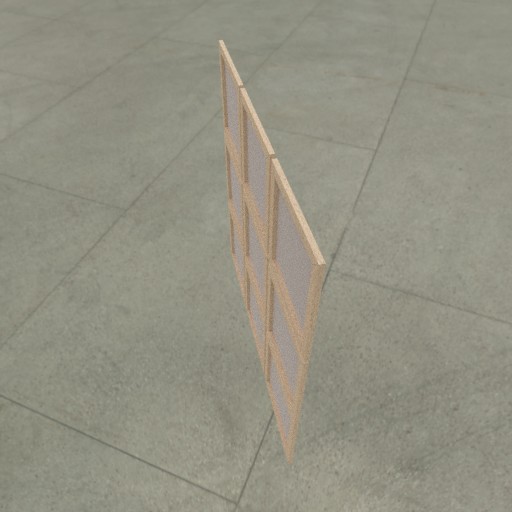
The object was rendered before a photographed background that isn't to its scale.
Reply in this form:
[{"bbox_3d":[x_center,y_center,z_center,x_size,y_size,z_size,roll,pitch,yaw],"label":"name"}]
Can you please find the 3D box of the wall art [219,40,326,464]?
[{"bbox_3d":[0.000,0.000,1.333,0.012,0.910,0.917,-10,48,-9],"label":"wall art"}]
